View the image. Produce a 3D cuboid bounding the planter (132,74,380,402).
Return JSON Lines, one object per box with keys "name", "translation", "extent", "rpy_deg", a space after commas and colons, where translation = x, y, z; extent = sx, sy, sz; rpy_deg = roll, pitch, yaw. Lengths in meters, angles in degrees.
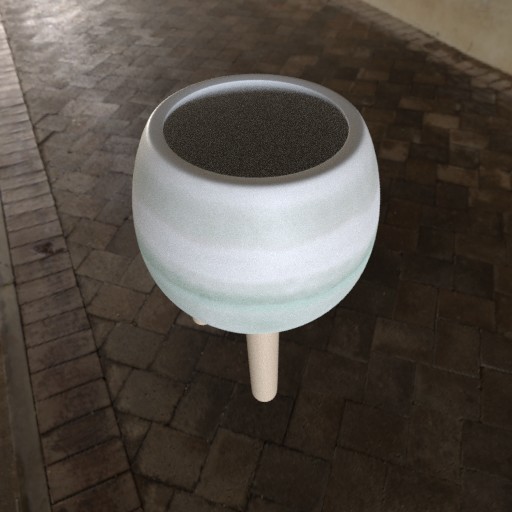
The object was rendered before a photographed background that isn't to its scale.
{"name": "planter", "translation": [0.000, 0.000, 0.334], "extent": [0.161, 0.224, 0.161], "rpy_deg": [0, 47, 0]}
